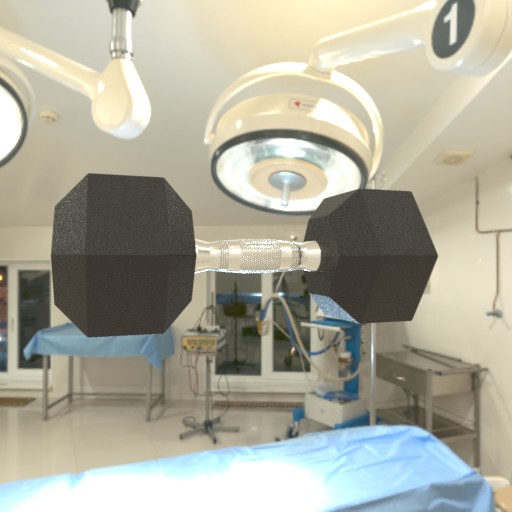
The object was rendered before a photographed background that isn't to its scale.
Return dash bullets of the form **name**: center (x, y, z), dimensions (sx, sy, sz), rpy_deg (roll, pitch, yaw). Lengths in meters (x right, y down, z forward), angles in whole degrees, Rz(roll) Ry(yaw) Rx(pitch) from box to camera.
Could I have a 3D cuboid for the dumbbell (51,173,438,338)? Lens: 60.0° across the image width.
- **dumbbell**: center (0.000, 0.000, 0.410), dimensions (0.337, 0.123, 0.142), rpy_deg (0, 0, -18)
